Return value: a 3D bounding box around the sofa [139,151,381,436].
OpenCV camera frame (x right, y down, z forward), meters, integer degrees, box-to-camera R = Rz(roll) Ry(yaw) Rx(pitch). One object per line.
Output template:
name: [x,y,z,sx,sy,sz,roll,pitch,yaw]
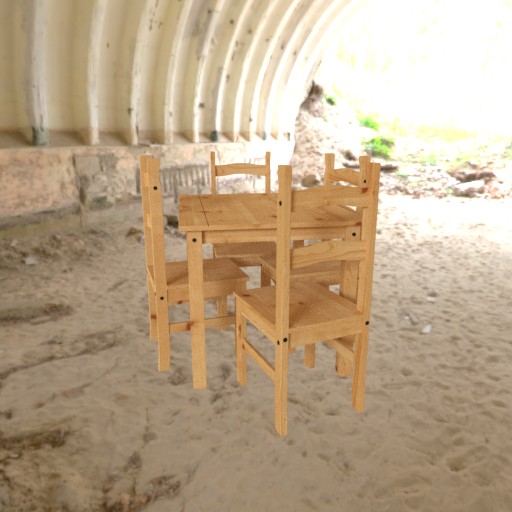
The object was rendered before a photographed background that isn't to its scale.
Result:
sofa: [0.000,0.000,2.272,1.144,1.000,1.529,-2,15,-9]
